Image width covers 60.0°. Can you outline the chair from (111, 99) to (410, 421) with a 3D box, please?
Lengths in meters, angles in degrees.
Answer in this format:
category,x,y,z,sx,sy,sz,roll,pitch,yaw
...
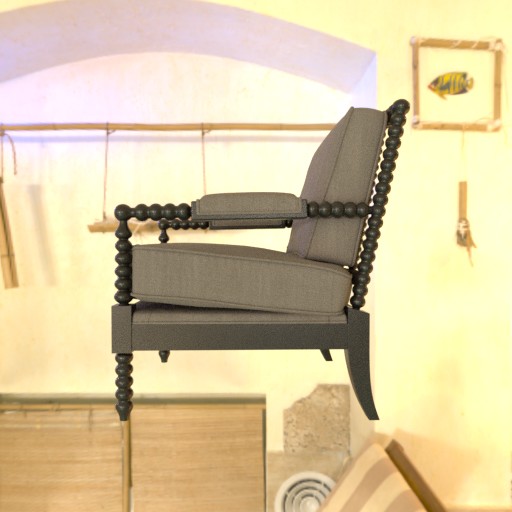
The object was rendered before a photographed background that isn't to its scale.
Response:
category,x,y,z,sx,sy,sz,roll,pitch,yaw
chair,0.000,0.000,1.140,0.622,0.661,0.540,0,1,-2
